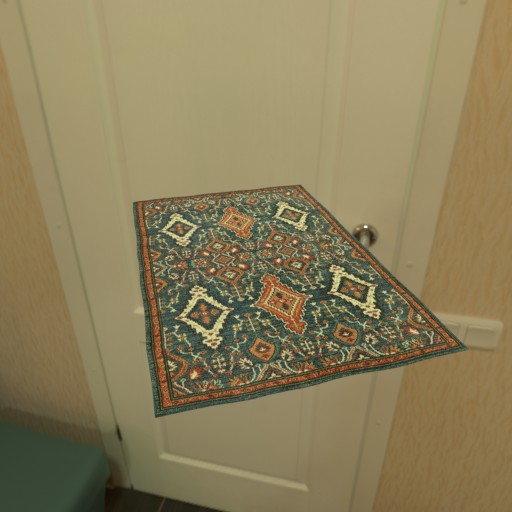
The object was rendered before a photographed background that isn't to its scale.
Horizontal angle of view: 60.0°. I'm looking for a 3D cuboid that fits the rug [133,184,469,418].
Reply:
[{"bbox_3d":[0.000,0.000,4.241,2.190,0.008,3.371,-8,31,-14],"label":"rug"}]
